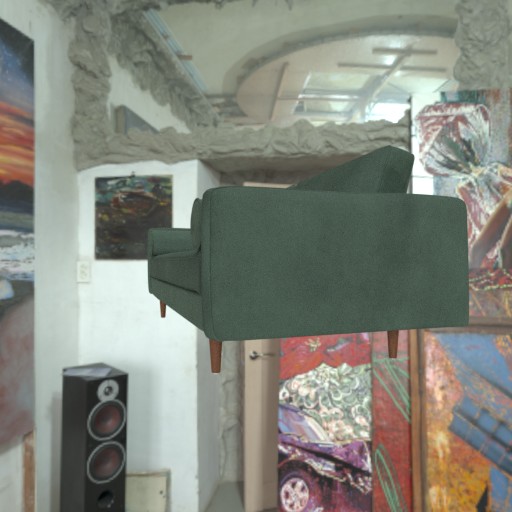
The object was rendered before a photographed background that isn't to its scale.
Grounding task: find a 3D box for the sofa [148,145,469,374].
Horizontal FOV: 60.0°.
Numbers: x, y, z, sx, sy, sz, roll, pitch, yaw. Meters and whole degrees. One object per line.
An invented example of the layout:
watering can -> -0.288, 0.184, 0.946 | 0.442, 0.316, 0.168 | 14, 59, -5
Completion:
sofa -> 0.000, 0.000, 2.234 | 0.916, 0.772, 1.880 | 0, -1, -19
